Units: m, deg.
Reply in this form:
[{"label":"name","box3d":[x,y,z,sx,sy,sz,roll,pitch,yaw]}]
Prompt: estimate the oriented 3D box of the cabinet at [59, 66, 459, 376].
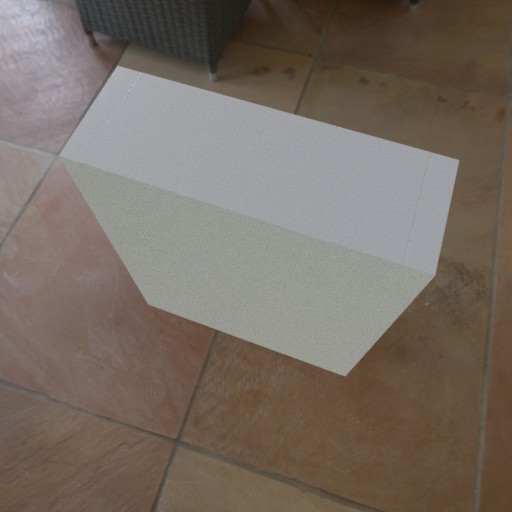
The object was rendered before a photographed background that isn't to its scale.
[{"label":"cabinet","box3d":[0.000,0.000,1.660,0.990,1.150,0.348,18,65,9]}]
